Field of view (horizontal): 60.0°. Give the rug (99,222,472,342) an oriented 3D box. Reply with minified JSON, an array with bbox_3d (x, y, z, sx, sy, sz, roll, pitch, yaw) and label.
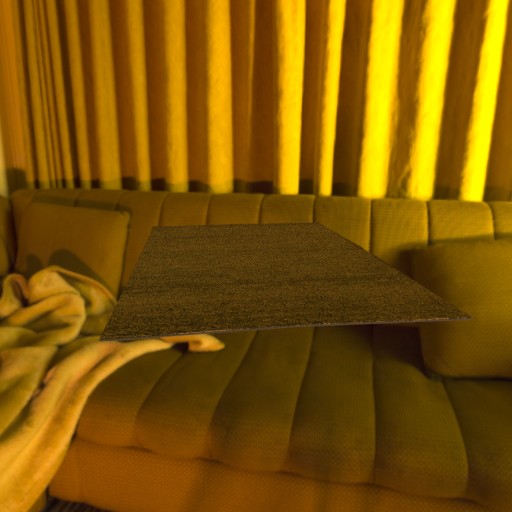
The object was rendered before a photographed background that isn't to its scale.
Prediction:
[{"bbox_3d":[0.000,0.000,2.172,1.145,0.021,1.777,-2,14,-8],"label":"rug"}]
